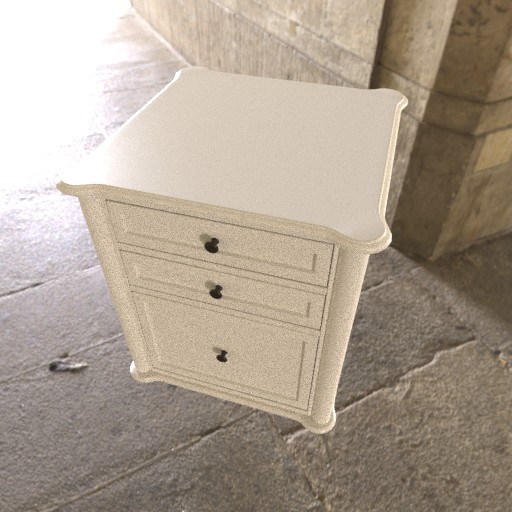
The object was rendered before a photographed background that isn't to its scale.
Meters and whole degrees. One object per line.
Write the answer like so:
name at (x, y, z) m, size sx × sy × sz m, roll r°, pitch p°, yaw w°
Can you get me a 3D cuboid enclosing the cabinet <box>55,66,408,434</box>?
cabinet at (0.000, 0.000, 1.227) m, size 0.628 × 0.761 × 0.627 m, roll 12°, pitch 45°, yaw 12°
